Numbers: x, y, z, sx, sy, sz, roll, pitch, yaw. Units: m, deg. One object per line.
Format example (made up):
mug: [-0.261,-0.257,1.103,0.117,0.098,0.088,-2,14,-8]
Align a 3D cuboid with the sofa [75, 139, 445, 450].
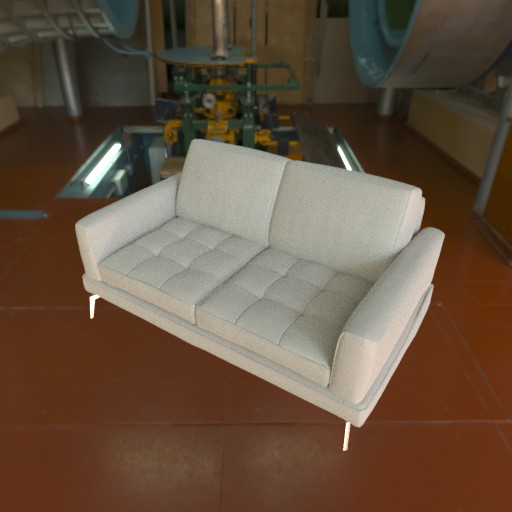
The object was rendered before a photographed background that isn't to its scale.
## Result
sofa: [0.000,0.000,2.507,1.819,0.930,1.121,19,37,28]
